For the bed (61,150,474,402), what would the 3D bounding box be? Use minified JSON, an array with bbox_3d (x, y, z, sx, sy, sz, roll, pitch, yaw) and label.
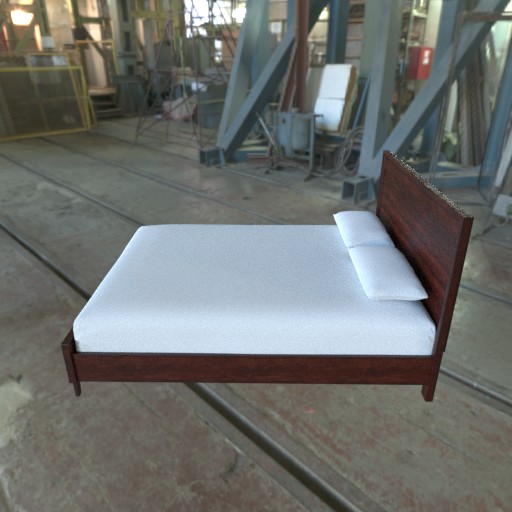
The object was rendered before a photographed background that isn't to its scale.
[{"bbox_3d":[0.000,0.000,4.006,2.803,1.492,2.040,0,25,1],"label":"bed"}]
